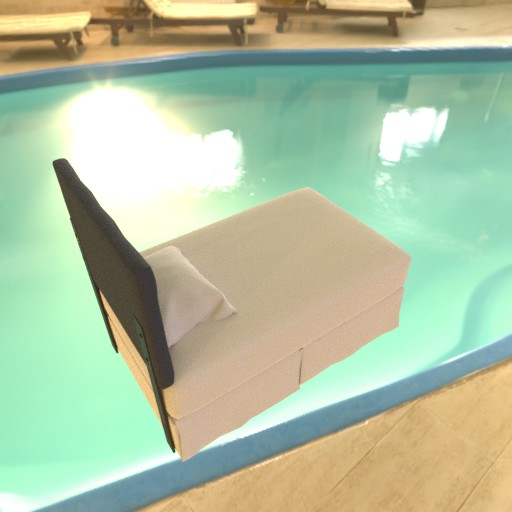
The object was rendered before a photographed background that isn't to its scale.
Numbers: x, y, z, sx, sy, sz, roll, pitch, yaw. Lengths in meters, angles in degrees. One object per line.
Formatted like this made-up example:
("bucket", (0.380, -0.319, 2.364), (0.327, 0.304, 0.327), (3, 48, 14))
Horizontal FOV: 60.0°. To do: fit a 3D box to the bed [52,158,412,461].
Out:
("bed", (0.000, 0.000, 3.023), (1.997, 1.571, 1.261), (-25, 46, -26))
